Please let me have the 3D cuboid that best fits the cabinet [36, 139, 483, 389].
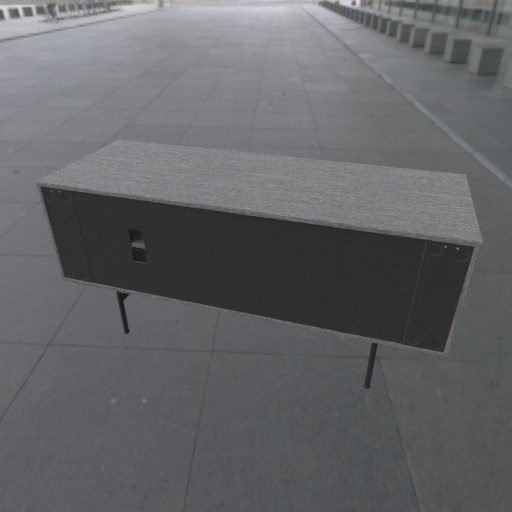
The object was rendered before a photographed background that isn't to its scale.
[{"bbox_3d":[0.000,0.000,1.589,1.300,0.599,0.500,9,32,15],"label":"cabinet"}]
